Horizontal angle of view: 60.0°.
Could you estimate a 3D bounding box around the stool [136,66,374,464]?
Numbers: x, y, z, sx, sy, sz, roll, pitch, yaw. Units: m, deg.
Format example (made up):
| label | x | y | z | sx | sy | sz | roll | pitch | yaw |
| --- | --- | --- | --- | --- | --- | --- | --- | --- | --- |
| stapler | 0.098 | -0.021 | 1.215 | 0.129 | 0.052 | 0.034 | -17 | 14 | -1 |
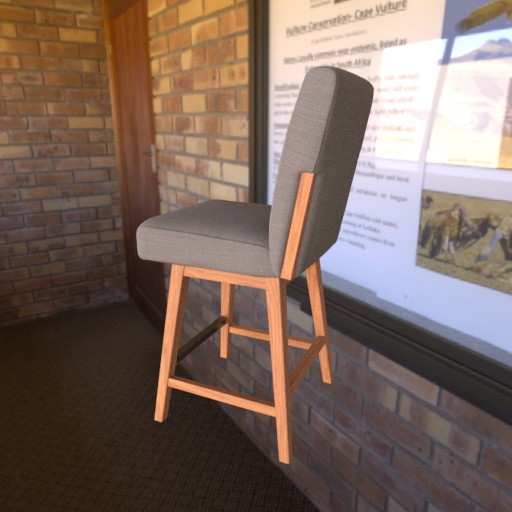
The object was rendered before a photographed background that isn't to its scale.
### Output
| label | x | y | z | sx | sy | sz | roll | pitch | yaw |
| --- | --- | --- | --- | --- | --- | --- | --- | --- | --- |
| stool | 0.000 | 0.000 | 1.347 | 0.570 | 1.019 | 0.459 | 8 | 19 | 24 |
